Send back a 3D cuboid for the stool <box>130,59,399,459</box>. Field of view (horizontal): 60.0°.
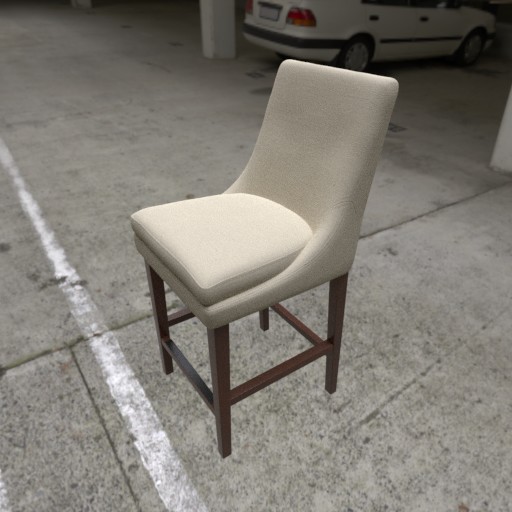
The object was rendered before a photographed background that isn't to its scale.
[{"bbox_3d":[0.000,0.000,1.290,0.577,0.981,0.470,-19,36,-29],"label":"stool"}]
